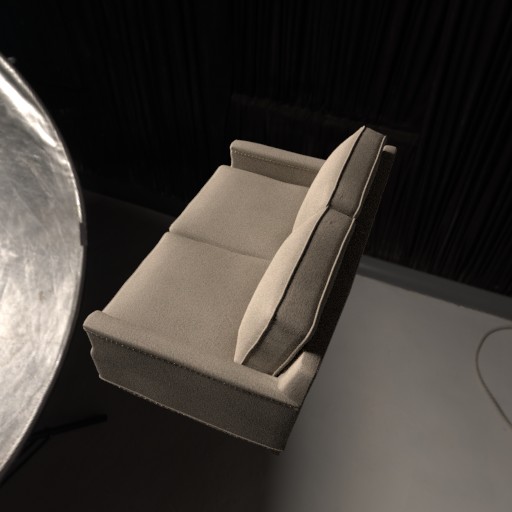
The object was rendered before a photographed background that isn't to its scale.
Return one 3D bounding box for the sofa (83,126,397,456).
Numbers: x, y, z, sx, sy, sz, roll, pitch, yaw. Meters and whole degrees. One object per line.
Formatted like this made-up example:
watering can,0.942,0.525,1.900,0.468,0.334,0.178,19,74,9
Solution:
sofa,0.000,0.000,2.351,1.084,1.003,1.597,17,49,15
